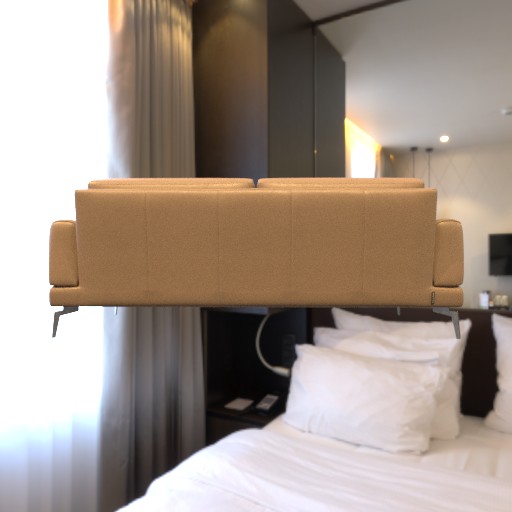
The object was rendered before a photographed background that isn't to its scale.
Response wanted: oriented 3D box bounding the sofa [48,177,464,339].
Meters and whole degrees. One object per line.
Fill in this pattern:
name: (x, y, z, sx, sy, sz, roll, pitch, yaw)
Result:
sofa: (0.000, 0.000, 2.453, 1.940, 0.765, 0.974, 0, 0, 1)
